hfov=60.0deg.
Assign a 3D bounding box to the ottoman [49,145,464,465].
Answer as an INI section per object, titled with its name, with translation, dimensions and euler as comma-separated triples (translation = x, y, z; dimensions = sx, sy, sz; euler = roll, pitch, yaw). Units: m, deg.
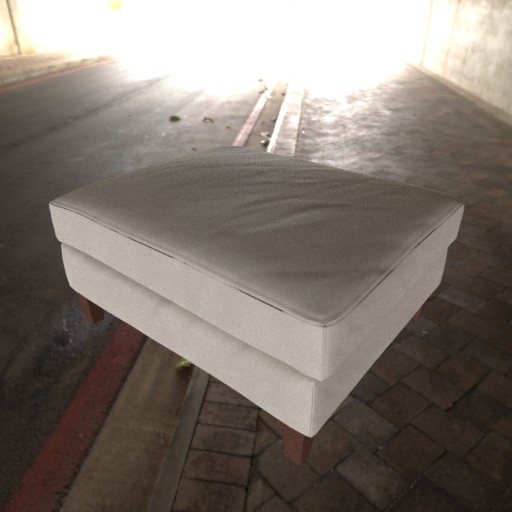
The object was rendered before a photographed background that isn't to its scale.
[ottoman]
translation = 0.000, 0.000, 1.433
dimensions = 1.002, 0.492, 0.836
euler = 22, 36, 33
